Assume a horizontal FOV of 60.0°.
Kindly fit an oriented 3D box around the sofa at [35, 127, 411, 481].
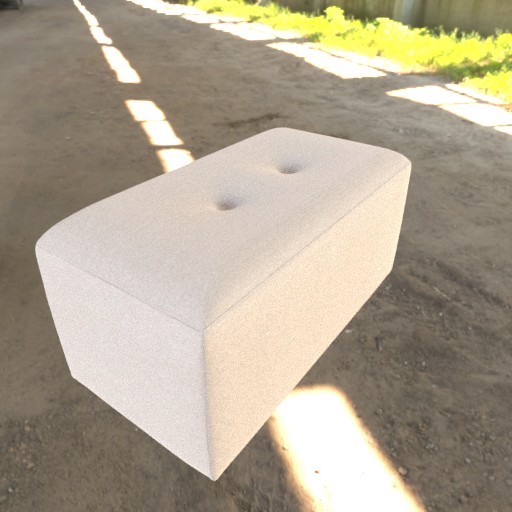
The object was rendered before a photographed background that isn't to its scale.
[{"bbox_3d":[0.000,0.000,1.184,0.480,0.470,0.930,22,39,30],"label":"sofa"}]
